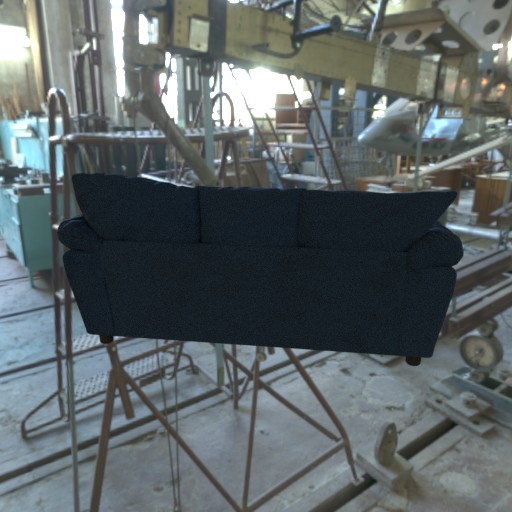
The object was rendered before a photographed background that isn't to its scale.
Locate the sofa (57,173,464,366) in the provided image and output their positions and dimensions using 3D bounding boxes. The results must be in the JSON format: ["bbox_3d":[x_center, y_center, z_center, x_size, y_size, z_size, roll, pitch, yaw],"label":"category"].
[{"bbox_3d":[0.000,0.000,2.874,2.390,1.091,0.907,2,17,8],"label":"sofa"}]
